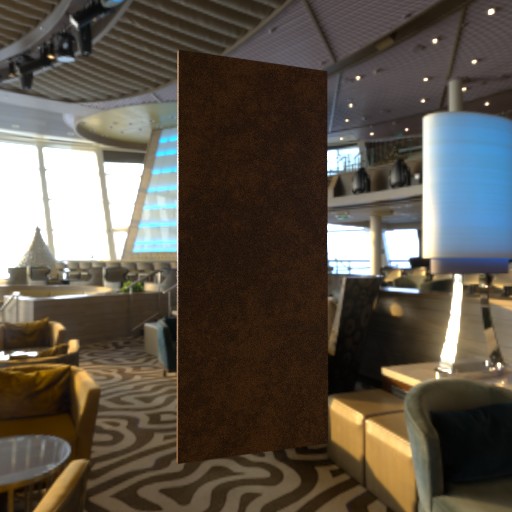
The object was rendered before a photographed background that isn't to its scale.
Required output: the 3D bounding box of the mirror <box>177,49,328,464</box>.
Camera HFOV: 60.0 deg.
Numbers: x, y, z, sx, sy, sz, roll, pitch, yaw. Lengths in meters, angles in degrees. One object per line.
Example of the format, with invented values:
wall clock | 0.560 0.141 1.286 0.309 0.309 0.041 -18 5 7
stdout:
mirror | 0.000 0.000 2.311 0.812 2.031 0.032 0 -1 -18
